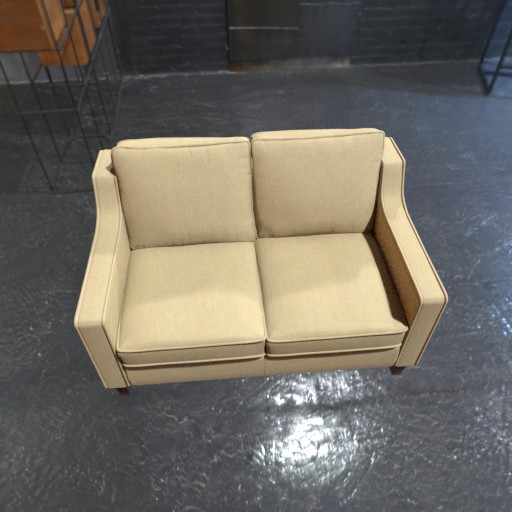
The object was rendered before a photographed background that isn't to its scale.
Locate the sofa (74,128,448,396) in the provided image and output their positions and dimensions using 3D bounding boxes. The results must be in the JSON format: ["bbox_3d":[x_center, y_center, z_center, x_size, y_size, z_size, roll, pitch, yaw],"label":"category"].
[{"bbox_3d":[0.000,0.000,2.192,1.501,0.971,0.987,-3,46,-3],"label":"sofa"}]
